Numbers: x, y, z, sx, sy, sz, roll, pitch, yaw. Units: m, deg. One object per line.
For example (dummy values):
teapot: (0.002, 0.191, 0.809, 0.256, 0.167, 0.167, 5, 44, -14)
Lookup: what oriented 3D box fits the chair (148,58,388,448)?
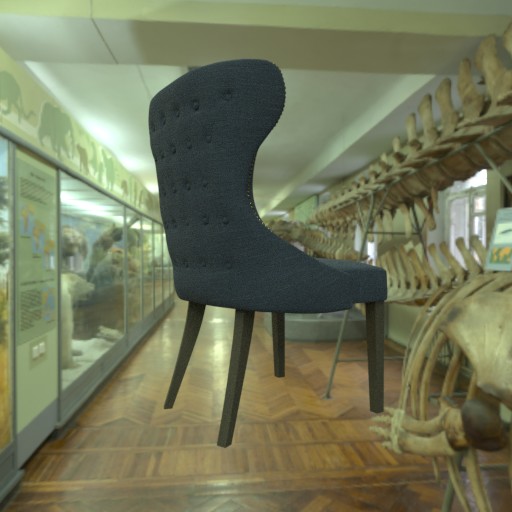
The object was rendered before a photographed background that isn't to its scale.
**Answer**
chair: (0.000, 0.000, 1.401, 0.635, 0.967, 0.628, 0, 0, -36)
